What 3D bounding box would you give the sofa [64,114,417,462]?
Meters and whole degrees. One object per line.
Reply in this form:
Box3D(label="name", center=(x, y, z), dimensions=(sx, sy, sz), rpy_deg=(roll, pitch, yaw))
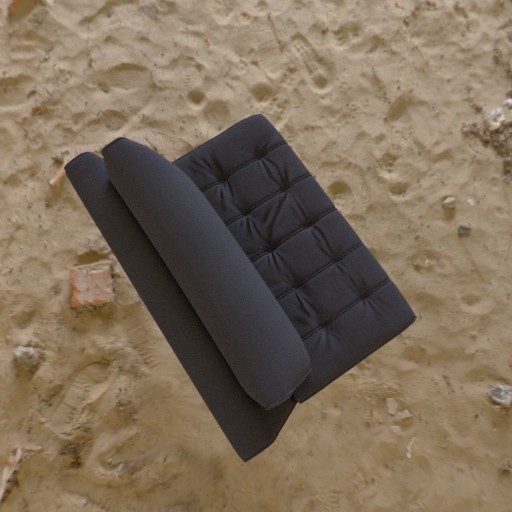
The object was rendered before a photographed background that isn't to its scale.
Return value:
Box3D(label="sofa", center=(0.000, 0.000, 1.877), dimensions=(0.910, 0.910, 1.220), rpy_deg=(-33, 78, -8))
